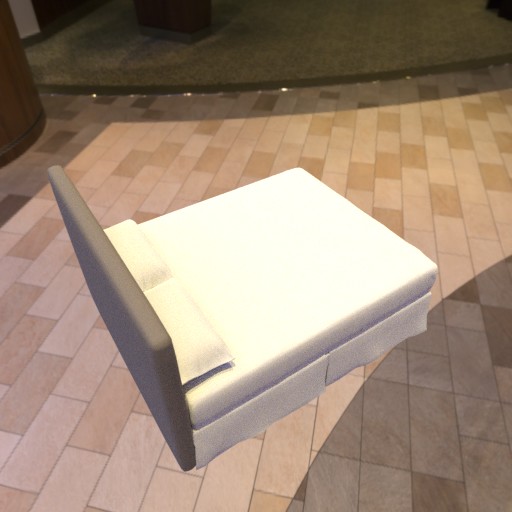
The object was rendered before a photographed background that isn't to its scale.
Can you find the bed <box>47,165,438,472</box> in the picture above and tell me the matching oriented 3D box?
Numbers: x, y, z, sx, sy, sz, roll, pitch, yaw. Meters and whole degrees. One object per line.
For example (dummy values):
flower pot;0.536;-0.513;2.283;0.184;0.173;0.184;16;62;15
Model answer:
bed;0.000;0.000;3.167;2.142;1.330;1.748;-24;47;-24
